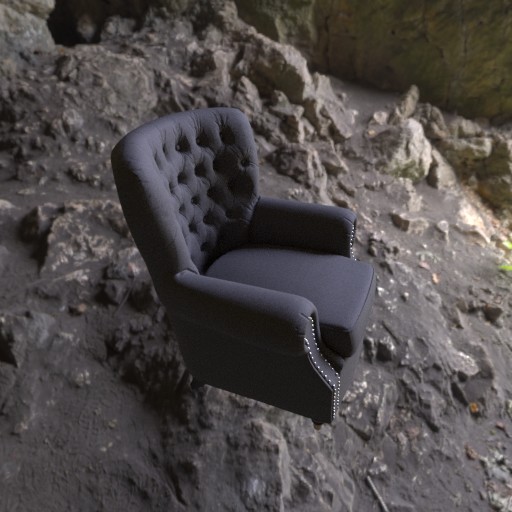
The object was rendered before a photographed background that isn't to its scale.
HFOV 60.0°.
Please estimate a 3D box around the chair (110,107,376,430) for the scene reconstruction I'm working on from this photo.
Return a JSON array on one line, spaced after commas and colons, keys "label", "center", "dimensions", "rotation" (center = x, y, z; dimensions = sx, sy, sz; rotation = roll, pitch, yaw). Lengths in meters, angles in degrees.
[{"label": "chair", "center": [0.000, 0.000, 1.856], "dimensions": [0.983, 1.046, 0.983], "rotation": [11, 31, 18]}]
